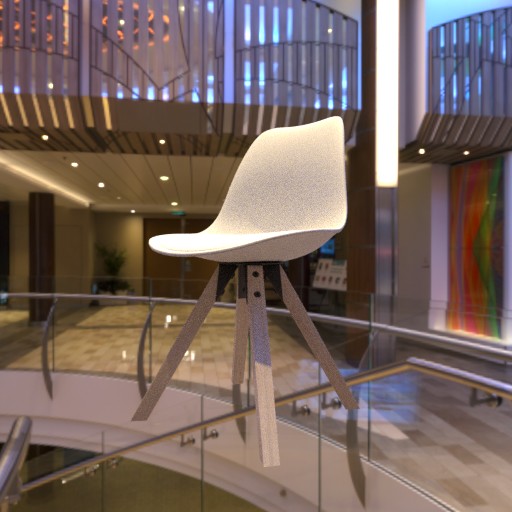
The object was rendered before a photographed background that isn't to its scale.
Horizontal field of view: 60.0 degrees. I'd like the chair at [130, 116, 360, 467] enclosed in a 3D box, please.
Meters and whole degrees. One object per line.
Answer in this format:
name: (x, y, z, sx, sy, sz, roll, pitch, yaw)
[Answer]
chair: (0.000, 0.000, 1.212, 0.485, 0.850, 0.550, 0, 0, 36)
